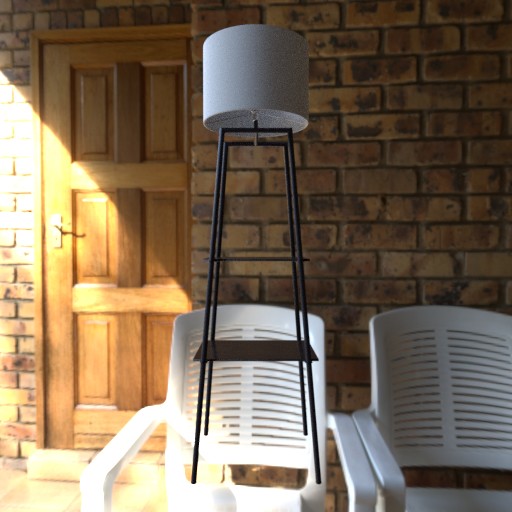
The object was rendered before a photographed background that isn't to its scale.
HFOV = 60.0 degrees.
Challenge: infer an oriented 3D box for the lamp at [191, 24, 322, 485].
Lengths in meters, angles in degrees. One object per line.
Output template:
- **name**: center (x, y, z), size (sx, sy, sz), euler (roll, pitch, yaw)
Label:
- **lamp**: center (0.000, 0.000, 1.606), size (0.427, 1.474, 0.384), euler (0, 2, 0)
